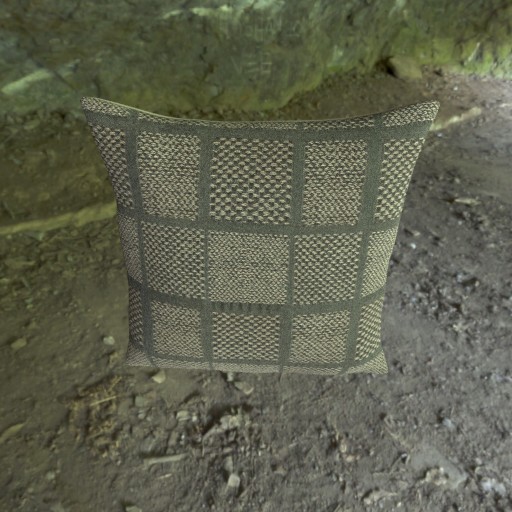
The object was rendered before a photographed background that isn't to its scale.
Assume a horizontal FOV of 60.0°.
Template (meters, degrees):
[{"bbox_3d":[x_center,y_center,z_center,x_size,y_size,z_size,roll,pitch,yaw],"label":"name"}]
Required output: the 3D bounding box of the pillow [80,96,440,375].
[{"bbox_3d":[0.000,0.000,0.634,0.435,0.432,0.138,1,30,2],"label":"pillow"}]
